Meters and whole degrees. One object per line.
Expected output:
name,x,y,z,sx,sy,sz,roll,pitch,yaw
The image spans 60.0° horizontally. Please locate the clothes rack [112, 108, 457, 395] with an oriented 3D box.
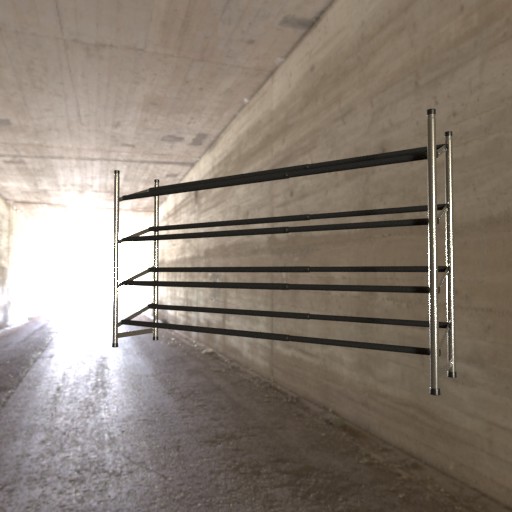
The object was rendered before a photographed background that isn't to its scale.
clothes rack,0.000,0.000,1.449,1.168,0.672,0.229,-1,-2,34
